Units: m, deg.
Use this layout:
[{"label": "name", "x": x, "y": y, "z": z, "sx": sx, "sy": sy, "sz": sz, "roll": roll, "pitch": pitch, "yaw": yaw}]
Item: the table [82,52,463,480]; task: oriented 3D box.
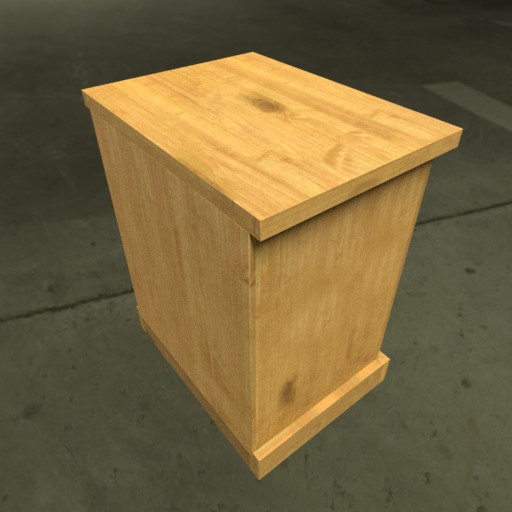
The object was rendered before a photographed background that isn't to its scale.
[{"label": "table", "x": 0.000, "y": 0.000, "z": 1.192, "sx": 0.500, "sy": 0.813, "sz": 0.660, "roll": -26, "pitch": 46, "yaw": -28}]
